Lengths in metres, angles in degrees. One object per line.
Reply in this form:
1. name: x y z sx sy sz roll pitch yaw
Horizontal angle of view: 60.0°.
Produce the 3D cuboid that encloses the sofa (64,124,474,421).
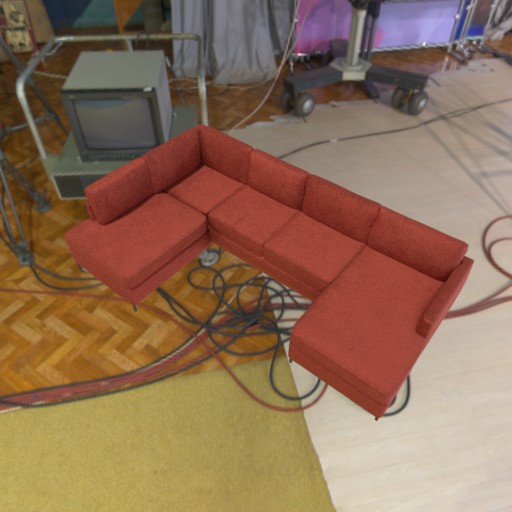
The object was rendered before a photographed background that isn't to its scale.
1. sofa: 0.000 0.000 4.321 3.434 0.992 2.055 30 53 26
